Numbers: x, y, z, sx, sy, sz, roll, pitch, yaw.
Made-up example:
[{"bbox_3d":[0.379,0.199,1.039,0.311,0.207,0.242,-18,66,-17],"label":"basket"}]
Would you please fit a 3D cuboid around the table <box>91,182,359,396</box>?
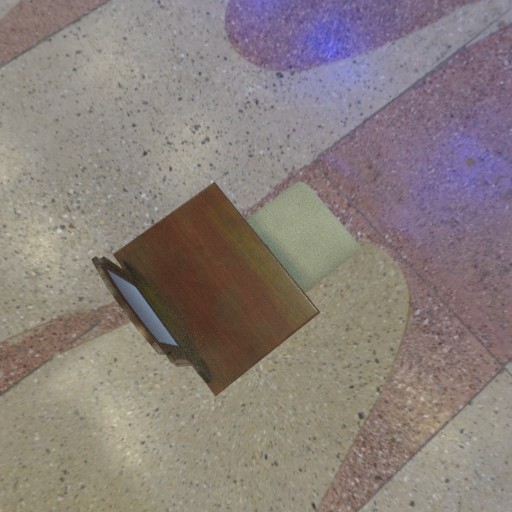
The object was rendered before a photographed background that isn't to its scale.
[{"bbox_3d":[0.000,0.000,2.345,1.211,1.631,0.876,-37,79,-8],"label":"table"}]
